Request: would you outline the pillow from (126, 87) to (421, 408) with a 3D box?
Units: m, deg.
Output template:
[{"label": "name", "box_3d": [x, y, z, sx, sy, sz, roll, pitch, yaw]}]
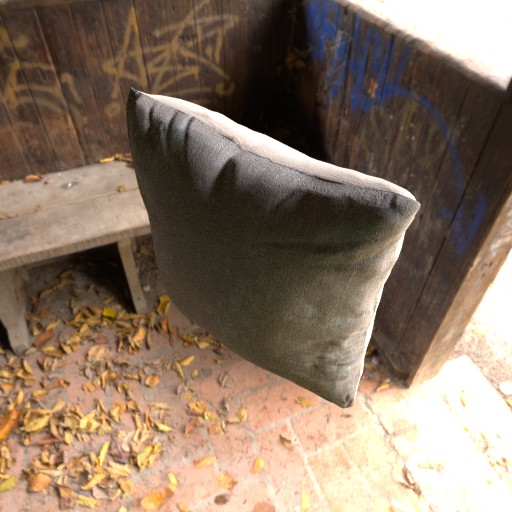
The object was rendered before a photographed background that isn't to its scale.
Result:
[{"label": "pillow", "box_3d": [0.000, 0.000, 0.712, 0.450, 0.448, 0.245, 31, 53, 26]}]
